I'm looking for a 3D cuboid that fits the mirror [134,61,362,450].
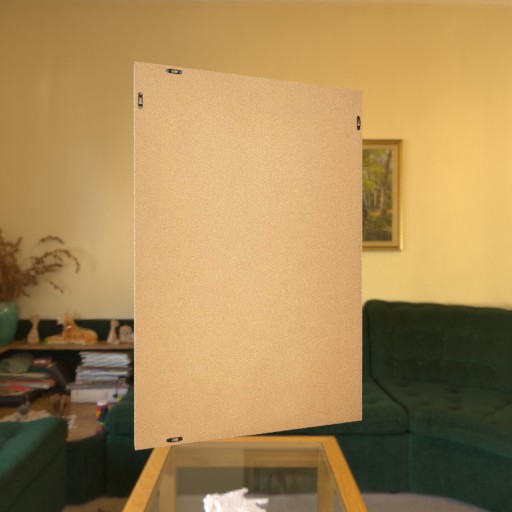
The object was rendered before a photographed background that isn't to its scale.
[{"bbox_3d":[0.000,0.000,1.151,0.609,0.915,0.041,0,0,-18],"label":"mirror"}]
